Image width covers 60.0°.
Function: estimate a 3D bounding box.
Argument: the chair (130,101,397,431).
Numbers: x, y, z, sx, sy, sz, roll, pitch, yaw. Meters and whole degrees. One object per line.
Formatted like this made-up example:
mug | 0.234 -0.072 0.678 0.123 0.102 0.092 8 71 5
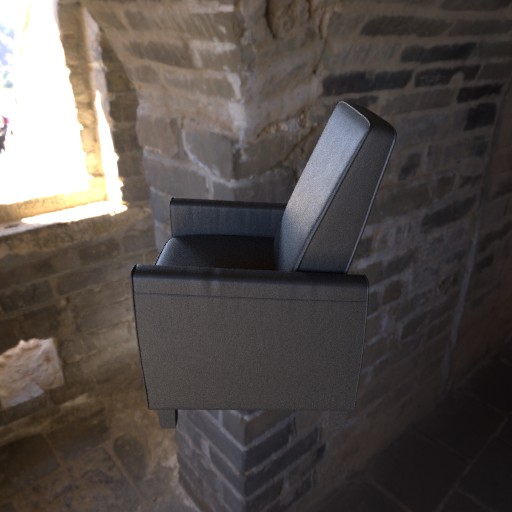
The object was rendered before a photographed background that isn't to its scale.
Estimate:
chair | 0.000 0.000 1.587 0.746 1.013 0.705 0 26 0
